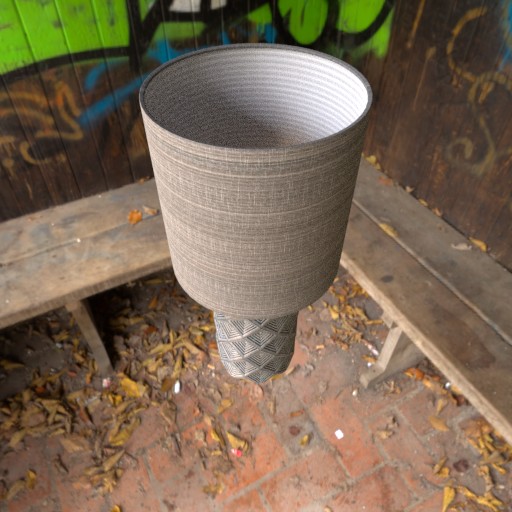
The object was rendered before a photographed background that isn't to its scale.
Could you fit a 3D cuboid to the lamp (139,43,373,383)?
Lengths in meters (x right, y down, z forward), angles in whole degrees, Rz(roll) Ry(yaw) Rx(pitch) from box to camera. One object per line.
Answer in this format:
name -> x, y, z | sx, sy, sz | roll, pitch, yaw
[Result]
lamp -> 0.000, 0.000, 0.720 | 0.268, 0.566, 0.269 | 25, 51, 22
